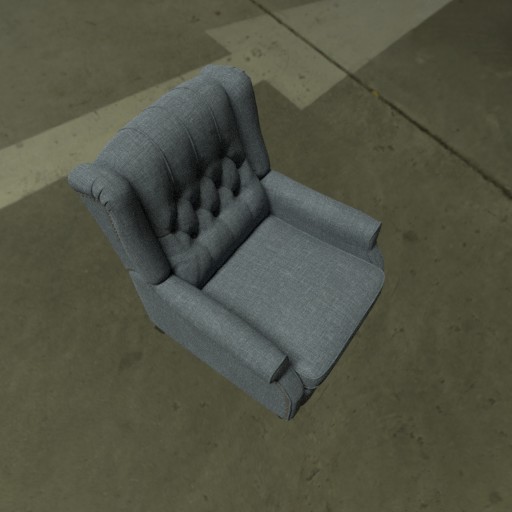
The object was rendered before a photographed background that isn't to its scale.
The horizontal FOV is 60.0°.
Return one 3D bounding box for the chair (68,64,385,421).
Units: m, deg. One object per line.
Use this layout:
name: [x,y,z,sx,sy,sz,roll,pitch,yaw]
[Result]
chair: [0.000,0.000,1.659,0.898,1.035,0.742,31,63,18]
